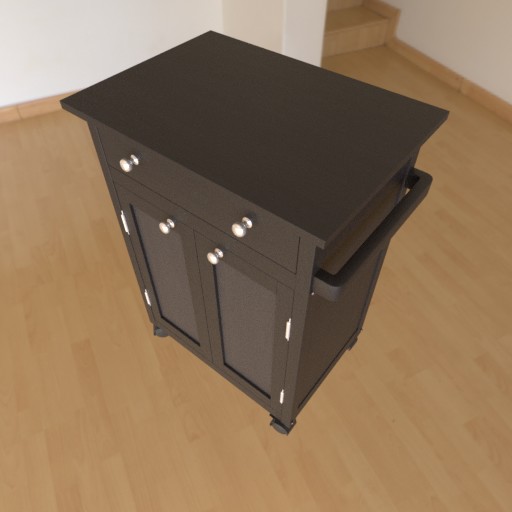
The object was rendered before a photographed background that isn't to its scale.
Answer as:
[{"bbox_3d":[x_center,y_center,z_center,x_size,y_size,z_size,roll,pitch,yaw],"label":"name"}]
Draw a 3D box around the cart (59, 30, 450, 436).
[{"bbox_3d":[0.000,0.000,1.206,0.660,0.879,0.456,31,55,25],"label":"cart"}]
